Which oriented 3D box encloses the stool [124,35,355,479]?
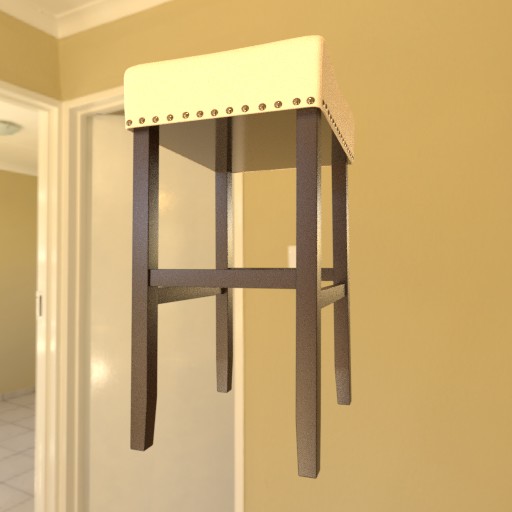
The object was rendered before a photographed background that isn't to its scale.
[{"bbox_3d":[0.000,0.000,1.020,0.401,0.762,0.471,0,-1,19],"label":"stool"}]
